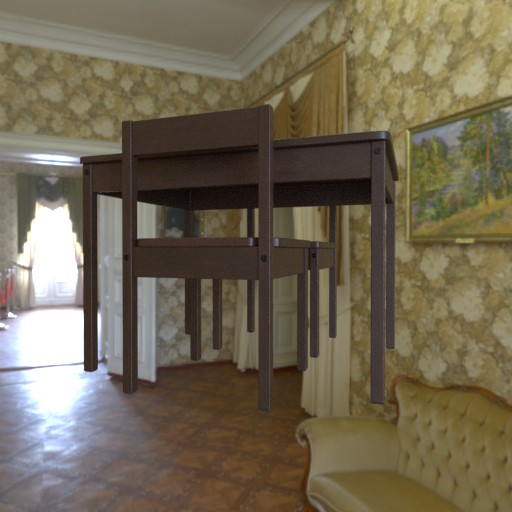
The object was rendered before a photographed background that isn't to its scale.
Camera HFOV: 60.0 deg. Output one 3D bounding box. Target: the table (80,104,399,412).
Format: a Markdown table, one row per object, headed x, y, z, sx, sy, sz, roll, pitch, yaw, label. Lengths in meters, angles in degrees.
| x | y | z | sx | sy | sz | roll | pitch | yaw | label |
| --- | --- | --- | --- | --- | --- | --- | --- | --- | --- |
| 0.000 | 0.000 | 1.083 | 0.650 | 0.503 | 0.672 | 0 | 1 | 20 | table |
